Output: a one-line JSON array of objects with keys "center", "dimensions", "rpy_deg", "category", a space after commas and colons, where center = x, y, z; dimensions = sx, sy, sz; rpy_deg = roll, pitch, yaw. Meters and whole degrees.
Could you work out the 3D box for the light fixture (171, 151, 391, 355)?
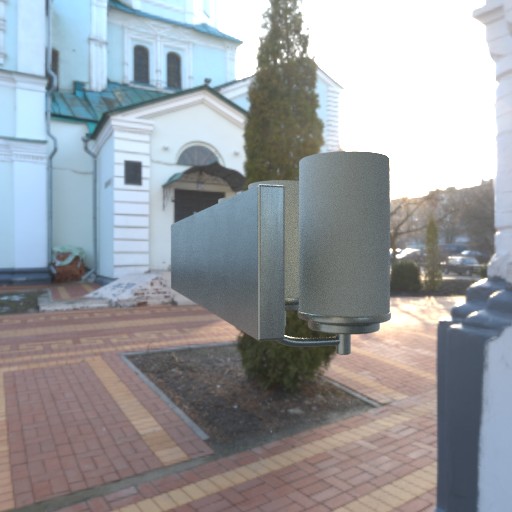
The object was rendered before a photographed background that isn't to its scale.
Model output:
[{"center": [0.000, 0.000, 0.532], "dimensions": [0.145, 0.172, 0.451], "rpy_deg": [0, 1, -18], "category": "light fixture"}]
